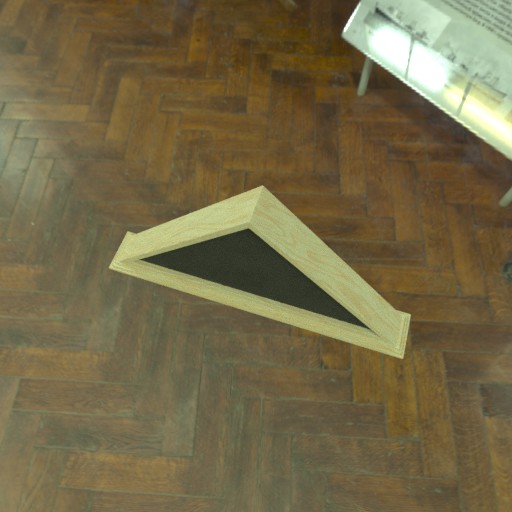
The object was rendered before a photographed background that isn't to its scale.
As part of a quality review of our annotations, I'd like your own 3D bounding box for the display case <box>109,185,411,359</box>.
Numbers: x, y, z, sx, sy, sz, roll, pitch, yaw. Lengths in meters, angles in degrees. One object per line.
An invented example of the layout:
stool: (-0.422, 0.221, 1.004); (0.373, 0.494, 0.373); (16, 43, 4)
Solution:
display case: (0.000, 0.000, 0.789); (0.640, 0.340, 0.095); (16, 65, 8)
